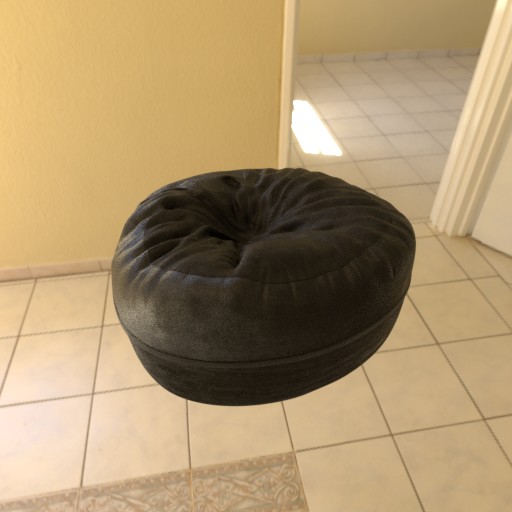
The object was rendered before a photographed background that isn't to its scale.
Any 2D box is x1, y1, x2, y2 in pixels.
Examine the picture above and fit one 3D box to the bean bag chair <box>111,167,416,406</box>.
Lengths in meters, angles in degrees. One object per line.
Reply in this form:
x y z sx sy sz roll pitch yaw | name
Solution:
0.000 0.000 2.426 1.524 0.878 1.524 -13 42 -14 | bean bag chair
